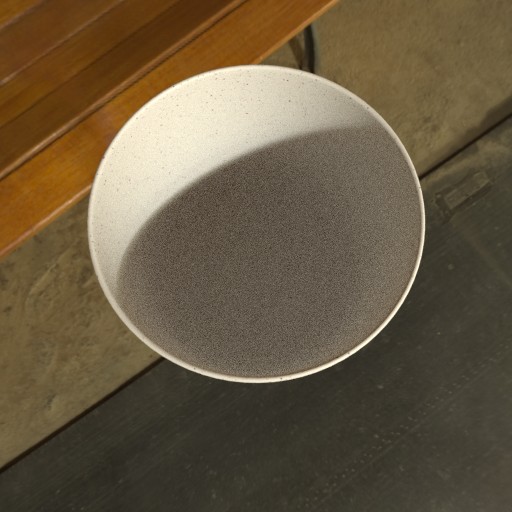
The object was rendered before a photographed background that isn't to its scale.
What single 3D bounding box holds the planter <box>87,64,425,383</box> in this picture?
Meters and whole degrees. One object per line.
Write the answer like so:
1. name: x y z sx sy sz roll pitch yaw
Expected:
1. planter: 0.000 0.000 0.358 0.195 0.214 0.195 0 75 0
